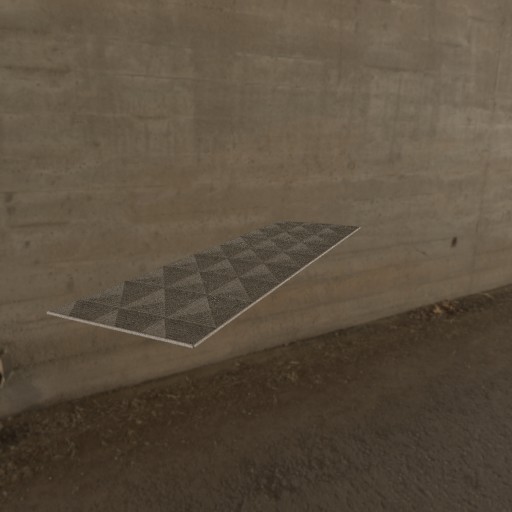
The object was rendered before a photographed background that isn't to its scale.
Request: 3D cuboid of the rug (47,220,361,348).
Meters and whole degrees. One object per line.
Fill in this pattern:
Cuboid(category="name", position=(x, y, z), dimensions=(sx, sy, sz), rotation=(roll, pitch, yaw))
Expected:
Cuboid(category="rug", position=(0.000, 0.000, 2.430), dimensions=(0.645, 0.015, 2.182), rotation=(7, 16, 25))
